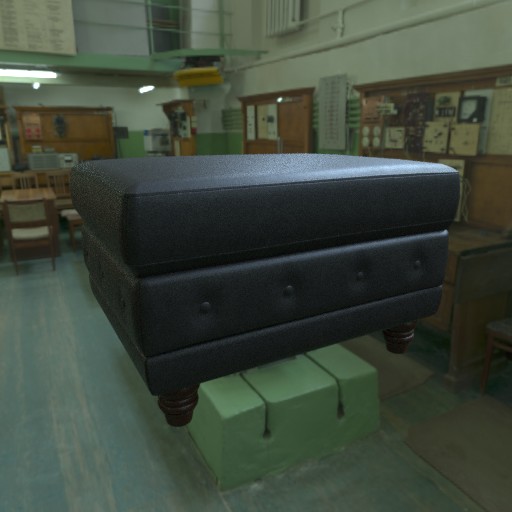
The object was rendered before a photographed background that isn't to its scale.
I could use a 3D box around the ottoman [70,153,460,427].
[{"bbox_3d":[0.000,0.000,1.144,0.795,0.498,0.590,-9,18,-28],"label":"ottoman"}]
